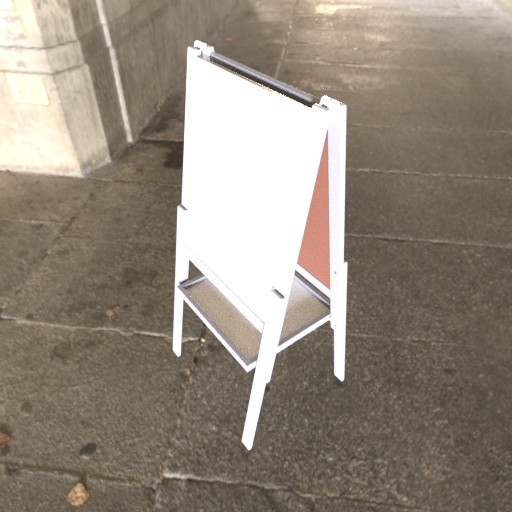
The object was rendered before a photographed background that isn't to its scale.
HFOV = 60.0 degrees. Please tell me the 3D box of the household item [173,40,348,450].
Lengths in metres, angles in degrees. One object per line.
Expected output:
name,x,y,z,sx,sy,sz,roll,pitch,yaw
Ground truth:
household item,0.000,0.000,1.417,0.469,1.172,0.531,-26,47,-27
